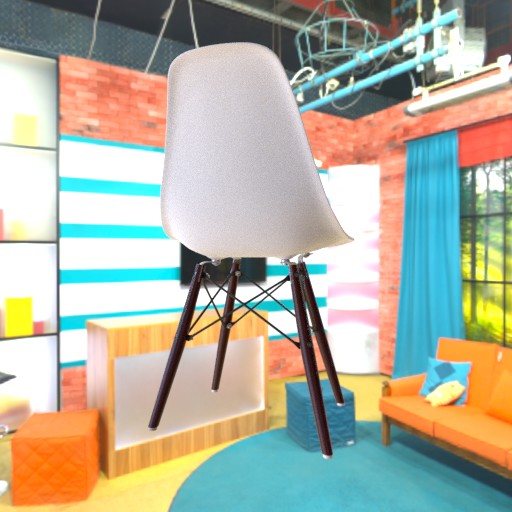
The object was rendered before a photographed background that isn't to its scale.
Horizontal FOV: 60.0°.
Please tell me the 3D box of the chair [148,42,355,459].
[{"bbox_3d":[0.000,0.000,1.117,0.470,0.826,0.533,0,0,18],"label":"chair"}]
